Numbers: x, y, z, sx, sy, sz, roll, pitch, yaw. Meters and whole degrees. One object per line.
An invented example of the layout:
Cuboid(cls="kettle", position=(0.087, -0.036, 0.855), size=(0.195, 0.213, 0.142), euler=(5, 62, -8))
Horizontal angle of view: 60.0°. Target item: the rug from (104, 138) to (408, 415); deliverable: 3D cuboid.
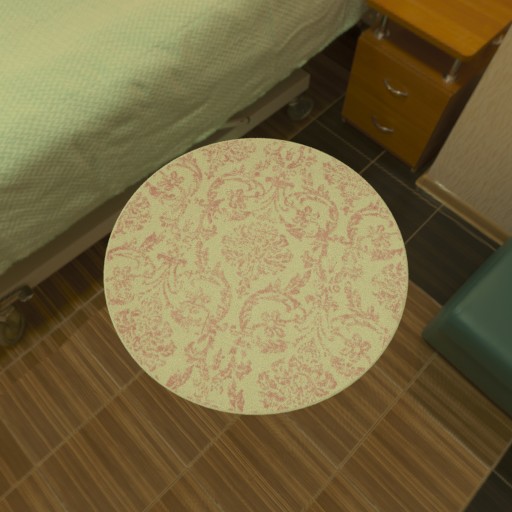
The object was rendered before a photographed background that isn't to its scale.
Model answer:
Cuboid(cls="rug", position=(0.000, 0.000, 2.343), size=(1.593, 0.012, 1.593), euler=(0, 64, 0))
